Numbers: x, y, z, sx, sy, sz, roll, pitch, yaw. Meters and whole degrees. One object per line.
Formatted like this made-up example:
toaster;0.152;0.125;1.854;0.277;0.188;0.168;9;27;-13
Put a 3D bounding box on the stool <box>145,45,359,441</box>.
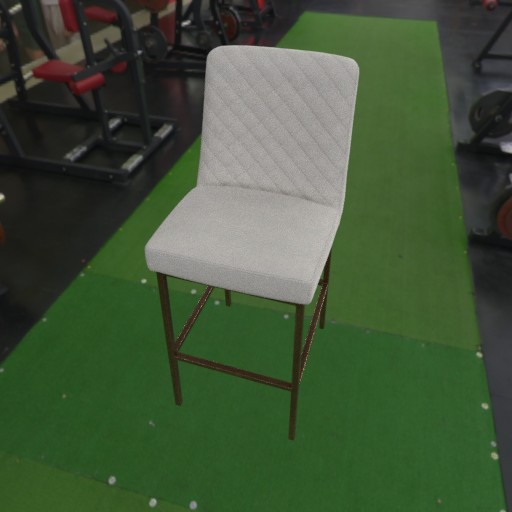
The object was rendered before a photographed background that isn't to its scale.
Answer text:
stool;0.000;0.000;1.381;0.462;1.084;0.546;12;42;14
